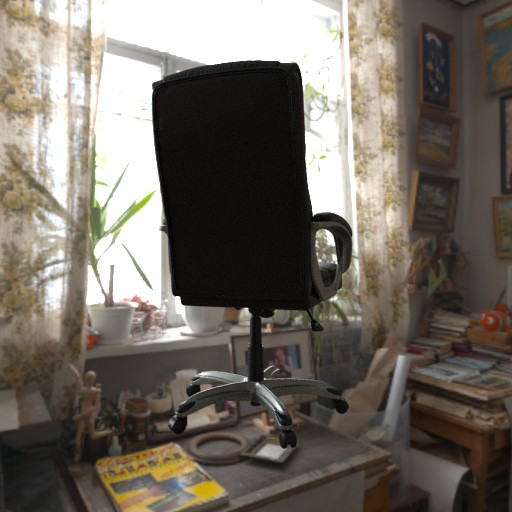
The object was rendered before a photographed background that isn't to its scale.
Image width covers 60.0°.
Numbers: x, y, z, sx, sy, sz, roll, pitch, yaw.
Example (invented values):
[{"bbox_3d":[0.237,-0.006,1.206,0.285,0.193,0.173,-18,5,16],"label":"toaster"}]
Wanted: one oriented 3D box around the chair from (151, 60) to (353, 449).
[{"bbox_3d":[0.000,0.000,1.642,0.663,1.155,0.739,0,0,18],"label":"chair"}]
